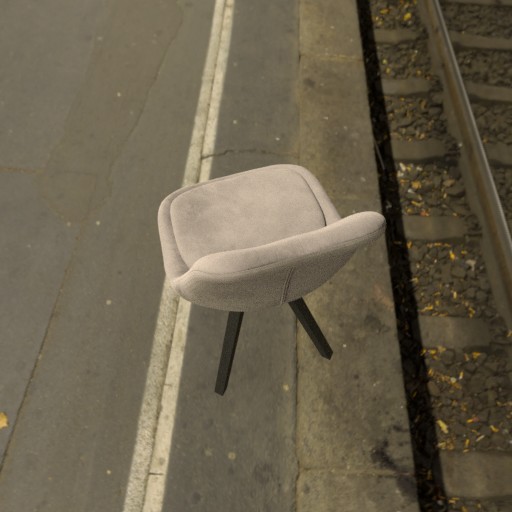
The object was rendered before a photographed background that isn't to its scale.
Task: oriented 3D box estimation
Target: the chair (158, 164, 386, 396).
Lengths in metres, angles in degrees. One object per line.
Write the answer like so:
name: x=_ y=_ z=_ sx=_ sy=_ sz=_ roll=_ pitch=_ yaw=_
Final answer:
chair: x=0.000 y=0.000 z=1.212 sx=0.485 sy=0.850 sz=0.550 roll=-16 pitch=60 yaw=-10
